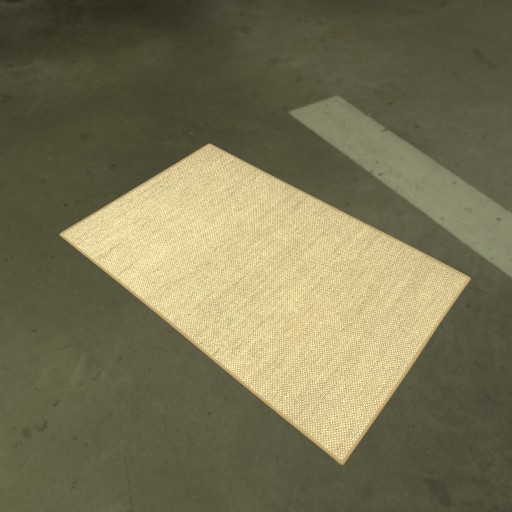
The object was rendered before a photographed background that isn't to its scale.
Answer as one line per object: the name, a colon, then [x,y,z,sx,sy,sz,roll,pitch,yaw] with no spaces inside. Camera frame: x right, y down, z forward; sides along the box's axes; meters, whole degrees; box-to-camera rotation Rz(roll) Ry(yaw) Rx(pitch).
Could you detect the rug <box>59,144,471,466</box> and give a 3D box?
rug: [0.000,0.000,2.097,1.667,0.013,1.062,32,55,26]
